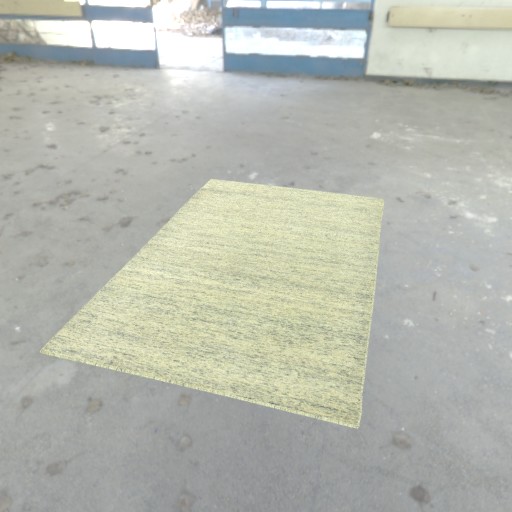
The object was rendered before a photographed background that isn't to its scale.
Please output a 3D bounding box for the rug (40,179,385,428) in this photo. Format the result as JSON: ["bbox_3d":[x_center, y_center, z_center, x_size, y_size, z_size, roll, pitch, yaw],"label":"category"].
[{"bbox_3d":[0.000,0.000,2.337,1.243,0.014,1.846,9,33,14],"label":"rug"}]
